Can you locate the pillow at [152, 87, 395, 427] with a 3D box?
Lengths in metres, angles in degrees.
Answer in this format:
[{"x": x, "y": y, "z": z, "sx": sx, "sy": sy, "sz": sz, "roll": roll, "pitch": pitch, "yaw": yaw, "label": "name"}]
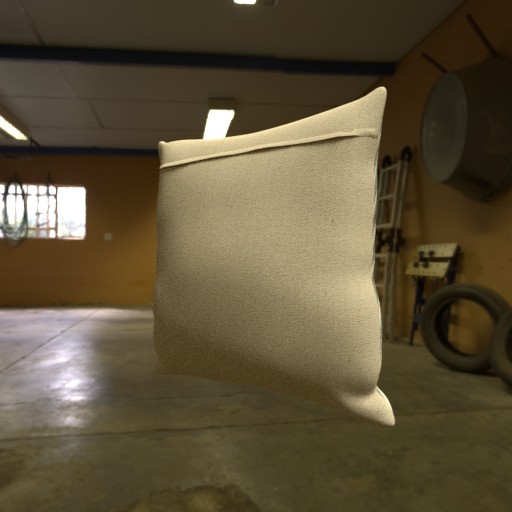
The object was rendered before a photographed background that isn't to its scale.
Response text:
[{"x": 0.000, "y": 0.000, "z": 0.697, "sx": 0.440, "sy": 0.441, "sz": 0.182, "roll": 0, "pitch": -1, "yaw": 35, "label": "pillow"}]
